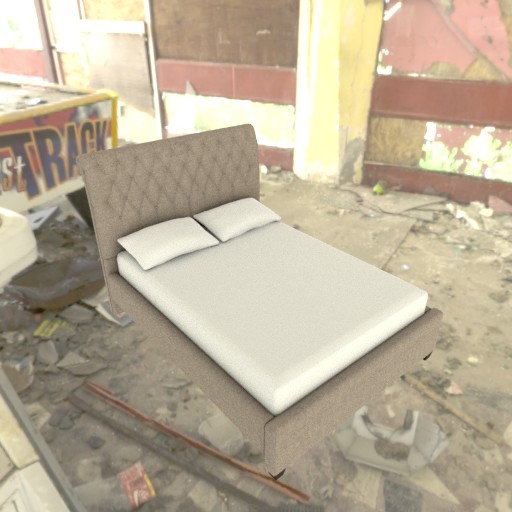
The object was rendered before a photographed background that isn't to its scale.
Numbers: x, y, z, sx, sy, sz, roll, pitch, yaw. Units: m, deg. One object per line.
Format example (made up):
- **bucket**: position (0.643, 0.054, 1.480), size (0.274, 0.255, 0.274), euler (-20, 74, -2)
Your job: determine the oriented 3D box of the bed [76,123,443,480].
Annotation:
- **bed**: position (0.000, 0.000, 3.328), size (1.645, 1.371, 2.252), euler (-22, 36, -34)
